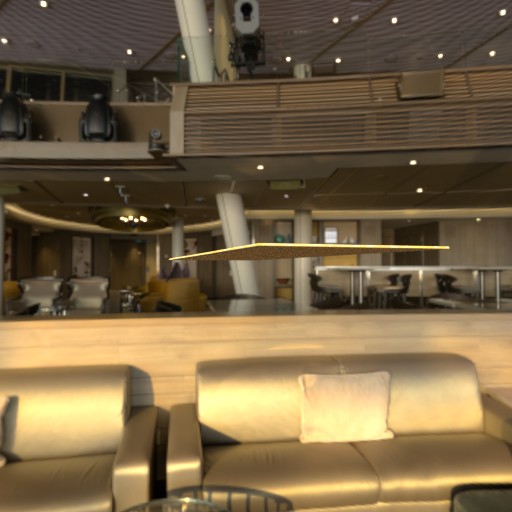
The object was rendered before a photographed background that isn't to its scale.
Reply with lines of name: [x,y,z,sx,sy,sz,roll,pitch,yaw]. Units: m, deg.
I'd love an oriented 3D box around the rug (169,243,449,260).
rug: [0.000,0.000,2.731,0.775,0.010,2.438,1,-2,-18]
